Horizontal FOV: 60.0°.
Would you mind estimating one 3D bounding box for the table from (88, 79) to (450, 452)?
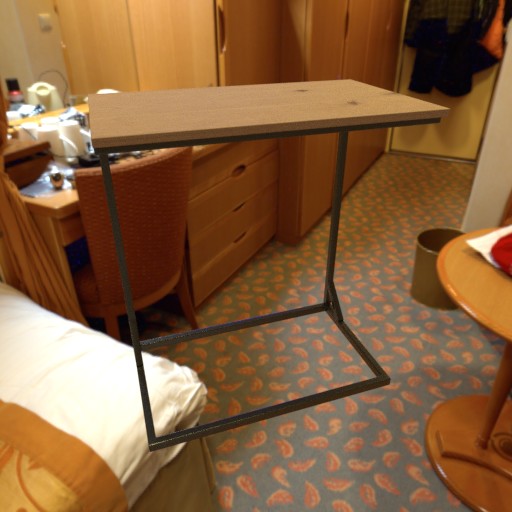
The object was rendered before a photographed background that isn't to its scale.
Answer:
[{"bbox_3d":[0.000,0.000,1.001,0.597,0.673,0.351,-10,31,-16],"label":"table"}]
